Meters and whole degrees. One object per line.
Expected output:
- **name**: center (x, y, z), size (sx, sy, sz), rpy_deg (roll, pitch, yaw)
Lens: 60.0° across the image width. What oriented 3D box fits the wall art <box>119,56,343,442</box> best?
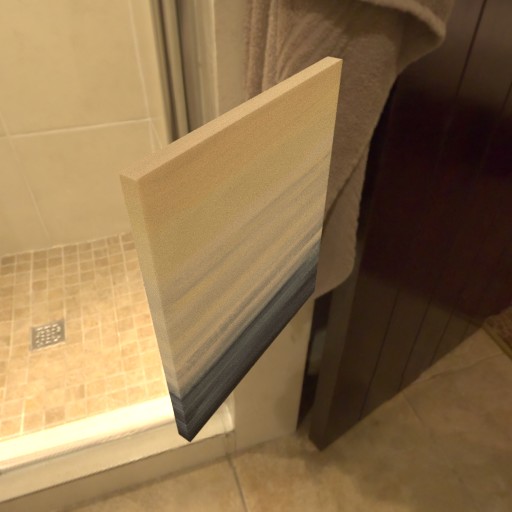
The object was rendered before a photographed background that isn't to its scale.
- **wall art**: center (0.000, 0.000, 1.005), size (0.041, 0.710, 0.608), rpy_deg (24, 46, 25)
